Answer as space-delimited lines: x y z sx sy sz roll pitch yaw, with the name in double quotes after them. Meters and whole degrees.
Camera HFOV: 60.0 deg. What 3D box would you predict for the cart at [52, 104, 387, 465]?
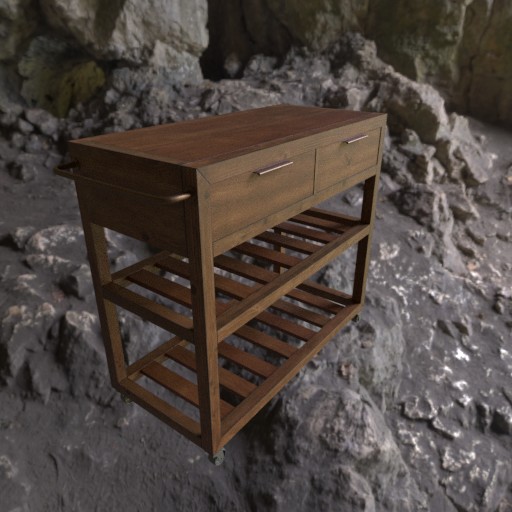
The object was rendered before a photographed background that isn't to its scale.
0.000 0.000 1.449 0.445 0.830 1.065 18 31 33 "cart"
